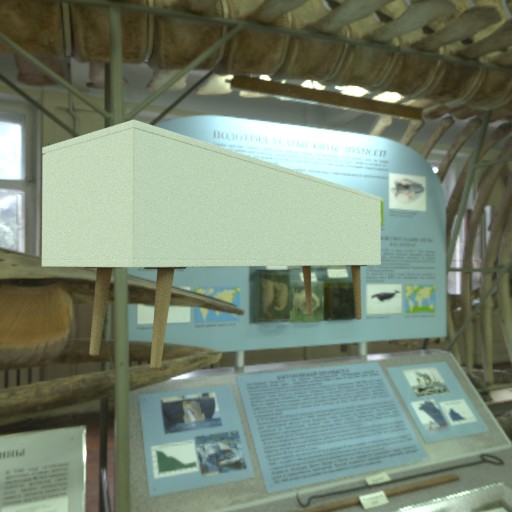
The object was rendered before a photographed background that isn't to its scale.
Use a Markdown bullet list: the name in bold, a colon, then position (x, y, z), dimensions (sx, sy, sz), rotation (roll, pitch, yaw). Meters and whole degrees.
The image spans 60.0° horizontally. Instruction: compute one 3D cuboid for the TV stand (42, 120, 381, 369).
- **TV stand**: position (0.000, 0.000, 1.617), dimensions (0.401, 0.560, 1.398), rotation (-1, -1, 37)
